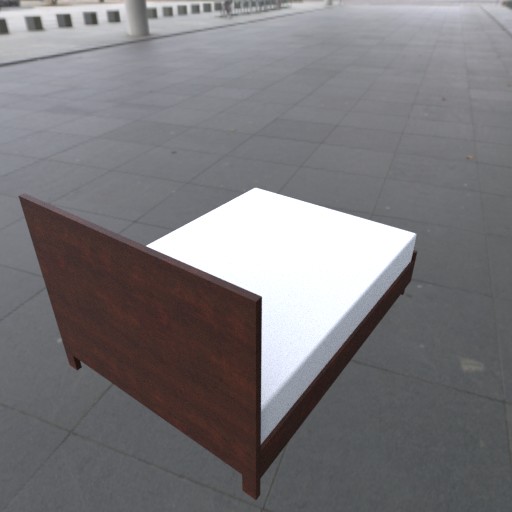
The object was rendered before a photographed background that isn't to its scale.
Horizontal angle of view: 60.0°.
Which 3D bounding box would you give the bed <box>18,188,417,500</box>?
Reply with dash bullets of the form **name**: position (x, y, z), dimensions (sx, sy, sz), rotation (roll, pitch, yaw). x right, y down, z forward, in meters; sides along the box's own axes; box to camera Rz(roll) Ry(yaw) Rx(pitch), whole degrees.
- **bed**: position (0.000, 0.000, 3.087), dimensions (1.600, 1.270, 2.184), rotation (21, 37, 30)
